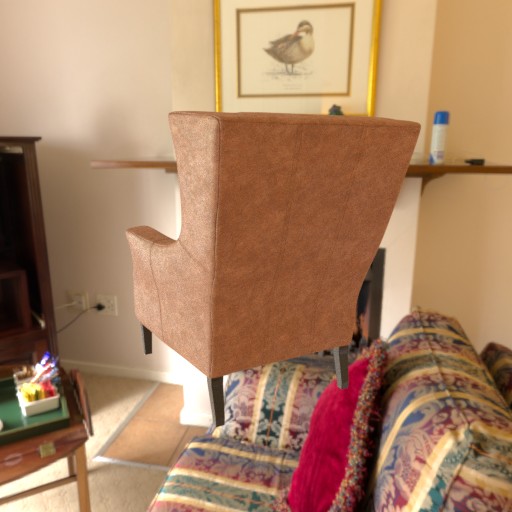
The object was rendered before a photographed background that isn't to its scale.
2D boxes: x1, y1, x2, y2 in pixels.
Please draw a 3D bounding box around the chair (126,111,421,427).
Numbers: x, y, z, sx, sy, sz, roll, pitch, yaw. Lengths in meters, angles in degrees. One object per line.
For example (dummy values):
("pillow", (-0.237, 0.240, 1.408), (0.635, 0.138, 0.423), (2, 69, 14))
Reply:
("chair", (0.000, 0.000, 1.707), (0.853, 1.016, 0.926), (-7, 15, -26))
